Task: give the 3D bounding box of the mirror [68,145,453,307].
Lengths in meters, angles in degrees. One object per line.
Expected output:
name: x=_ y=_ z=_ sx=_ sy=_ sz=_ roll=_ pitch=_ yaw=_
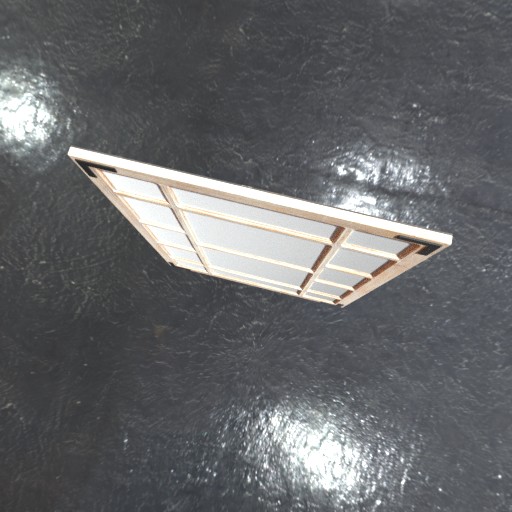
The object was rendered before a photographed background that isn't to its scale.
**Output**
mirror: x=0.000 y=0.000 z=1.277 sx=0.705 sy=0.996 sz=0.025 roll=14 pitch=77 yaw=3
